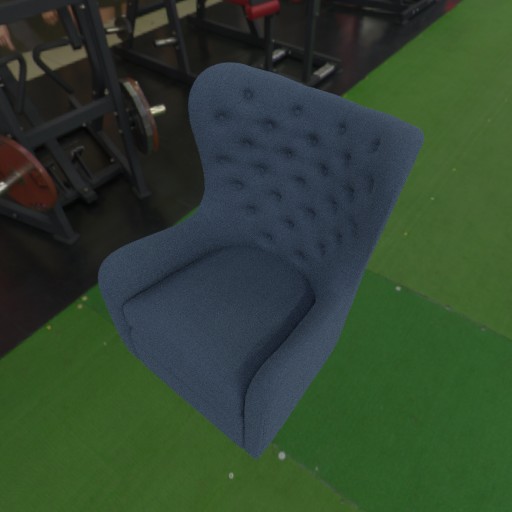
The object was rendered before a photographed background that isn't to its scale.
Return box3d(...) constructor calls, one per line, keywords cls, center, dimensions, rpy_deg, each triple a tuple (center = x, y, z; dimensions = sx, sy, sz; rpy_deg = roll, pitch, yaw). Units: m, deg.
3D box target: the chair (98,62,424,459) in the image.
box3d(cls="chair", center=(0.000, 0.000, 1.692), dimensions=(0.831, 1.079, 0.930), rpy_deg=(31, 54, 25))
